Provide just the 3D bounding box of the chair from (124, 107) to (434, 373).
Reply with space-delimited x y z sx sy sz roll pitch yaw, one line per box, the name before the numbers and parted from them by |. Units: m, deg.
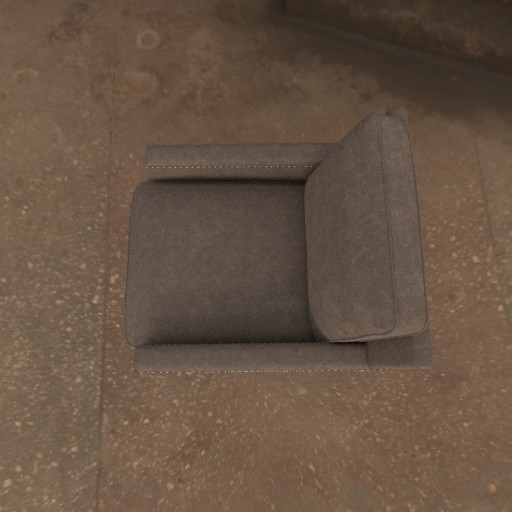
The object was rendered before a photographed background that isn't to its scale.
chair | 0.000 0.000 1.681 1.014 0.948 0.853 -1 76 0
